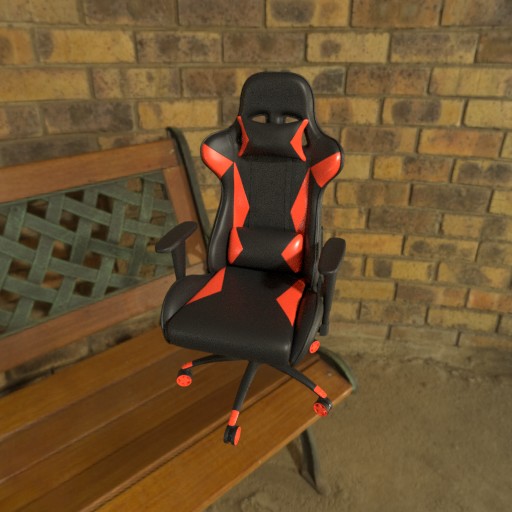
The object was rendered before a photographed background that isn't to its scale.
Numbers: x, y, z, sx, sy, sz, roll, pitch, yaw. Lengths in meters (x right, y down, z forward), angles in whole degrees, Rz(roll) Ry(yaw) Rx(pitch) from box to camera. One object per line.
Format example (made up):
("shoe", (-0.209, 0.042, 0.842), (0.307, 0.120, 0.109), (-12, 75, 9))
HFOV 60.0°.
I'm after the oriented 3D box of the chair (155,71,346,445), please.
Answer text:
("chair", (0.000, 0.000, 1.702), (0.695, 1.282, 0.730), (7, 27, 15))
